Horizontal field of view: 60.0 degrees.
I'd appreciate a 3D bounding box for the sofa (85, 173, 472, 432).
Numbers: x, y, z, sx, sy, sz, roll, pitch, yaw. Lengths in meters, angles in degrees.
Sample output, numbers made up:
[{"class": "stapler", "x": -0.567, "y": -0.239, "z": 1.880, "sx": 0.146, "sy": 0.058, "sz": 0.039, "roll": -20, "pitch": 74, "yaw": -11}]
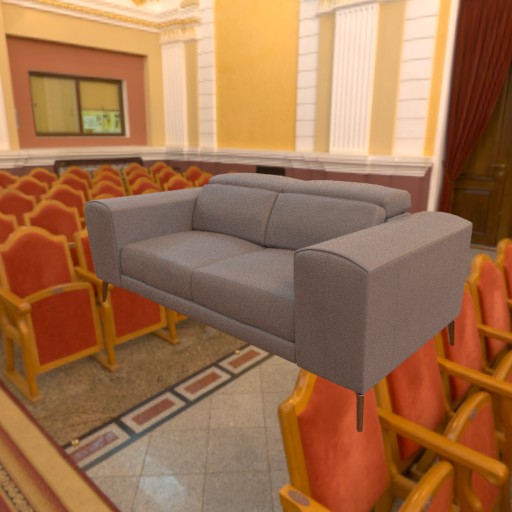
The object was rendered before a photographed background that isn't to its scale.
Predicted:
[{"class": "sofa", "x": 0.000, "y": 0.000, "z": 2.400, "sx": 1.895, "sy": 0.779, "sz": 1.003, "roll": 14, "pitch": 21, "yaw": 41}]
